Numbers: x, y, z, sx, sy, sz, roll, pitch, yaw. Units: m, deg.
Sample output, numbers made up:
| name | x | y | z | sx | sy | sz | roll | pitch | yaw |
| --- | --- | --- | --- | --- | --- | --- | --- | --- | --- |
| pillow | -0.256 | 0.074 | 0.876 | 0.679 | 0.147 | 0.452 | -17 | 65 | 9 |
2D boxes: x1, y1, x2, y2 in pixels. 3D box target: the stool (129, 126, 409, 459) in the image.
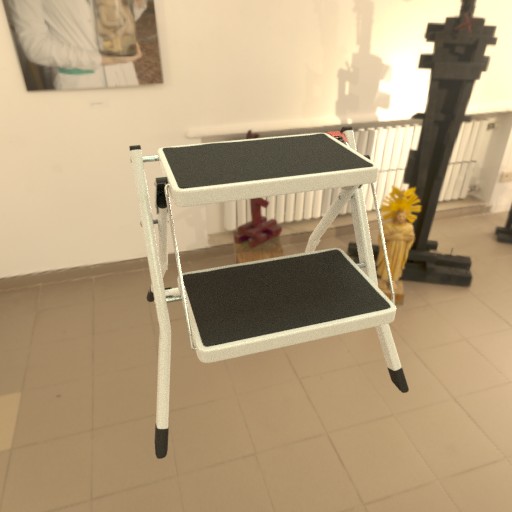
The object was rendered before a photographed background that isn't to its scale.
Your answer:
| name | x | y | z | sx | sy | sz | roll | pitch | yaw |
| --- | --- | --- | --- | --- | --- | --- | --- | --- | --- |
| stool | 0.000 | 0.000 | 0.862 | 0.485 | 0.445 | 0.490 | -9 | 32 | -15 |
